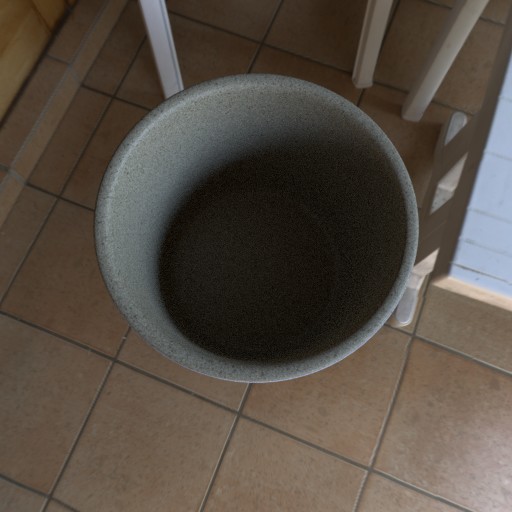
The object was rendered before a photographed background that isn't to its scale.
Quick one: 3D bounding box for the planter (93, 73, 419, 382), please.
[{"bbox_3d":[0.000,0.000,0.355,0.191,0.200,0.191,0,75,0],"label":"planter"}]
